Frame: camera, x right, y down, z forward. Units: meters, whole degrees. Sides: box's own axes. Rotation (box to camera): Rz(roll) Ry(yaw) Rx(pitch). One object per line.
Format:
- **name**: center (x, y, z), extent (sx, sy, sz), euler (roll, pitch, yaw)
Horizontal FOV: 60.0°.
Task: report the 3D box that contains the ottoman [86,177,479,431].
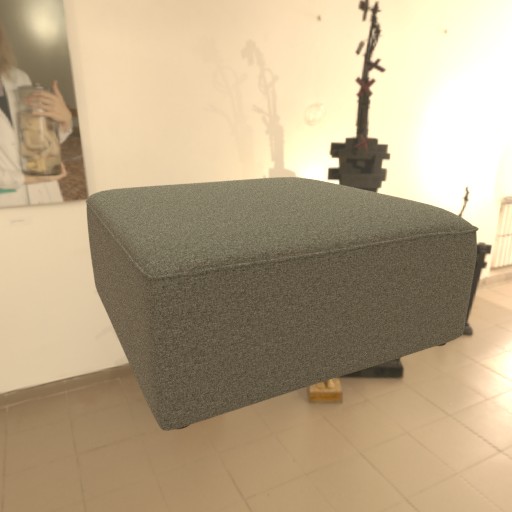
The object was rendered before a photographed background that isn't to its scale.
- **ottoman**: center (0.000, 0.000, 1.571), extent (1.005, 0.464, 1.015), euler (-9, 20, -26)
